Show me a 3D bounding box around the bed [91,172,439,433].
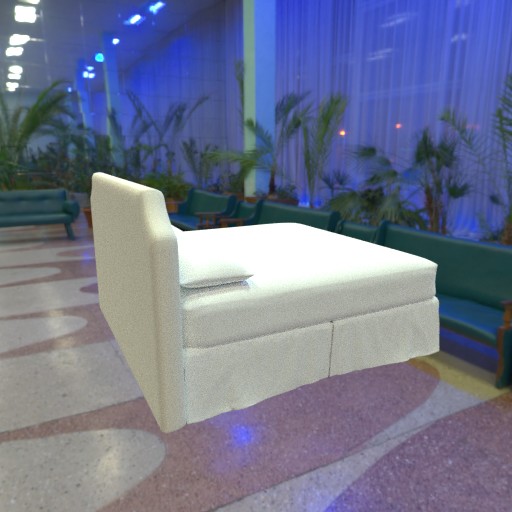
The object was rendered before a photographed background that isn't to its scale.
[{"bbox_3d":[0.000,0.000,3.585,2.204,1.301,2.160,-7,15,-26],"label":"bed"}]
